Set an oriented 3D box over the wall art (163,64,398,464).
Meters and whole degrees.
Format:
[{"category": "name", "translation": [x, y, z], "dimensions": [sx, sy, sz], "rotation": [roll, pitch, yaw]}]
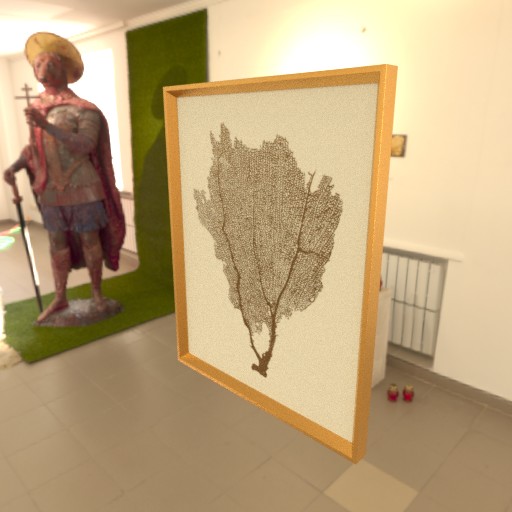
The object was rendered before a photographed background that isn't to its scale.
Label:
[{"category": "wall art", "translation": [0.000, 0.000, 1.021], "dimensions": [0.610, 0.762, 0.038], "rotation": [15, 22, 42]}]
